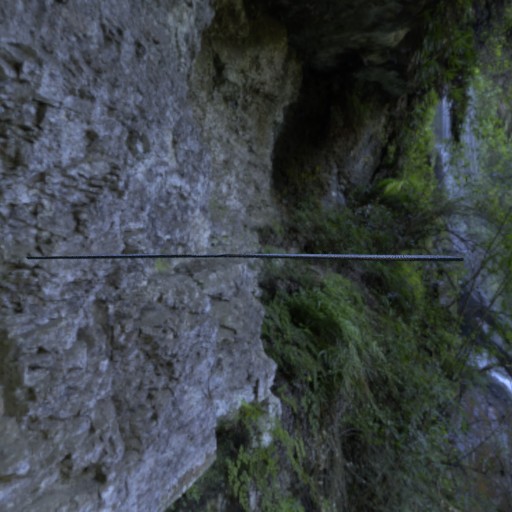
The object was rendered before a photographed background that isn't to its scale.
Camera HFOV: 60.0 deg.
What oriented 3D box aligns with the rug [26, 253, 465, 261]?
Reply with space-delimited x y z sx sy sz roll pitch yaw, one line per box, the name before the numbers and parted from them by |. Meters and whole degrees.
rug | 0.000 0.000 2.239 1.793 0.025 1.159 0 1 19
